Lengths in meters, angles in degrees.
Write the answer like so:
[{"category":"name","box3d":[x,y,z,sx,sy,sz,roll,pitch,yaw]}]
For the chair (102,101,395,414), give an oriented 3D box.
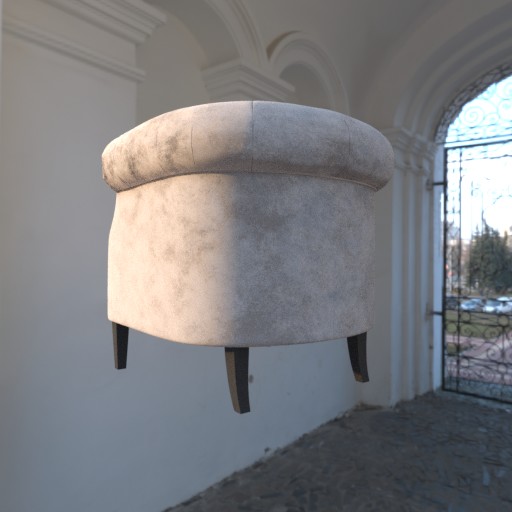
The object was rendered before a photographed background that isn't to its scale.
[{"category":"chair","box3d":[0.000,0.000,1.535,0.904,0.826,0.851,0,0,-36]}]
